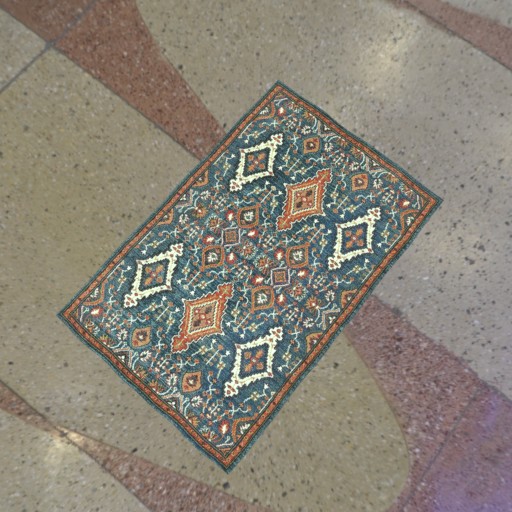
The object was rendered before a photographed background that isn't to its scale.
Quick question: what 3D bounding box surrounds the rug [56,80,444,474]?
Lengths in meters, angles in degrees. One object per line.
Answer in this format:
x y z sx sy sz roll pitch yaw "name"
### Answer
0.000 0.000 4.346 2.190 0.008 3.371 39 79 9 "rug"
